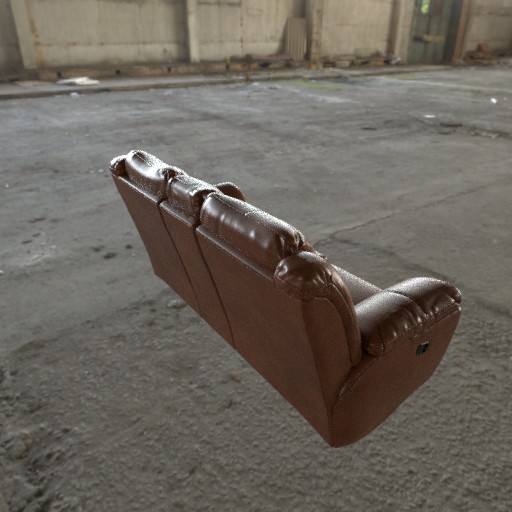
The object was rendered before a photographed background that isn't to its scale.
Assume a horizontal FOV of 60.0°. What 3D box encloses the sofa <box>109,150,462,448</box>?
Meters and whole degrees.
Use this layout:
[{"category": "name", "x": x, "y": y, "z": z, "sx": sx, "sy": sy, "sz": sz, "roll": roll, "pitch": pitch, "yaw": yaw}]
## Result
[{"category": "sofa", "x": 0.000, "y": 0.000, "z": 2.563, "sx": 0.991, "sy": 1.043, "sz": 2.058, "roll": -17, "pitch": 31, "yaw": -31}]
